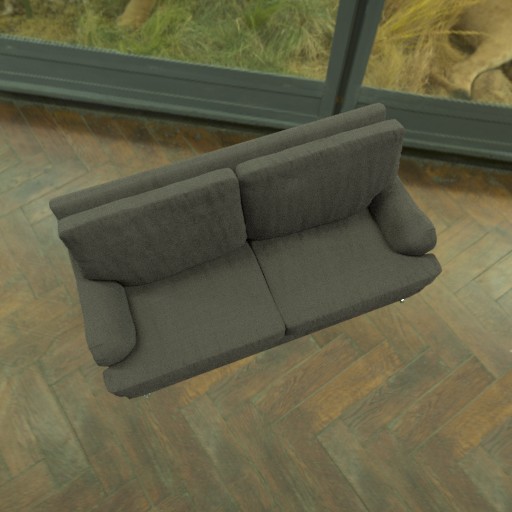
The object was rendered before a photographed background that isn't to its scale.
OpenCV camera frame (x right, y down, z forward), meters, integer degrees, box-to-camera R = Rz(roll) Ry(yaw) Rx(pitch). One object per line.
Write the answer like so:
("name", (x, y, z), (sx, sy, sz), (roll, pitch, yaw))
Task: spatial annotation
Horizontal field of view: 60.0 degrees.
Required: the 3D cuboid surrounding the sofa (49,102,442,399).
("sofa", (0.000, 0.000, 2.816), (2.165, 1.087, 1.086), (-19, 66, -9))
